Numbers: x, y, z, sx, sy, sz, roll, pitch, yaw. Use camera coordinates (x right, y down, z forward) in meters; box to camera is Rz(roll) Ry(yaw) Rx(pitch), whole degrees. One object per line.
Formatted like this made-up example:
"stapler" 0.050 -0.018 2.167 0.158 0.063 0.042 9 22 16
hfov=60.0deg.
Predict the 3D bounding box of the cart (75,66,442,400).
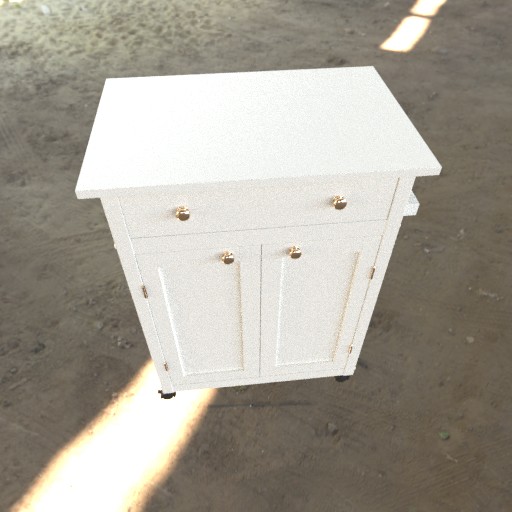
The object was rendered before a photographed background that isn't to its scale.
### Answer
"cart" 0.000 0.000 1.262 0.683 0.864 0.442 -4 46 -4
